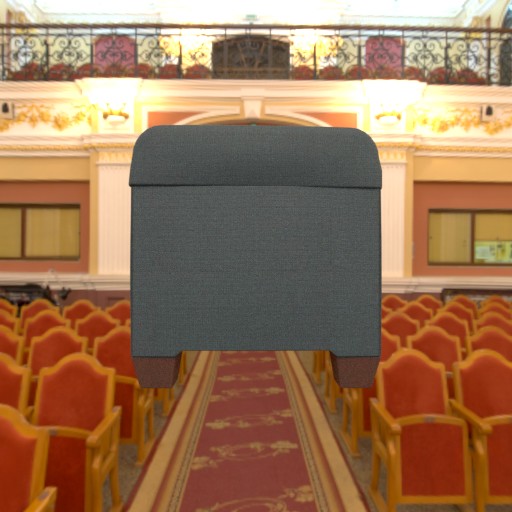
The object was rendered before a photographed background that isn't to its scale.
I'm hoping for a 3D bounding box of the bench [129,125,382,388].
[{"bbox_3d":[0.000,0.000,1.251,0.476,0.474,0.995,0,0,0],"label":"bench"}]
